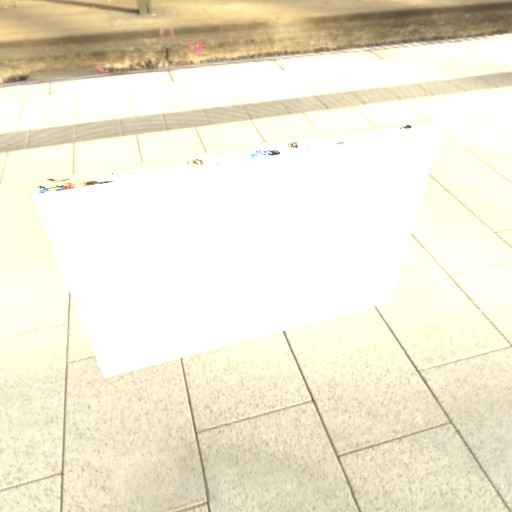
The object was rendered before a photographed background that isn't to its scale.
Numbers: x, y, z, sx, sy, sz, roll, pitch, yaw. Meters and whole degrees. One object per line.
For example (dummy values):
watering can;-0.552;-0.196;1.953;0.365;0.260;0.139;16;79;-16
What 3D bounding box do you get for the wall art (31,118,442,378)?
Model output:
wall art;0.000;0.000;1.140;0.894;0.595;0.057;-12;43;-14
